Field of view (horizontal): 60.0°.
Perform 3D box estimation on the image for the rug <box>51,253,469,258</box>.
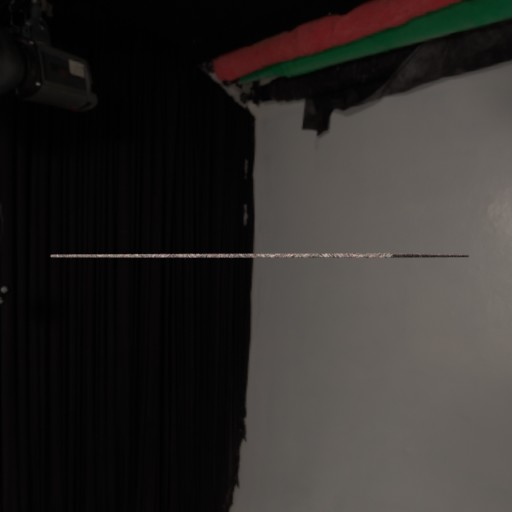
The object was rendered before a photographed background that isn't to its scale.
[{"bbox_3d":[0.000,0.000,2.903,2.298,0.017,1.501,0,0,35],"label":"rug"}]
